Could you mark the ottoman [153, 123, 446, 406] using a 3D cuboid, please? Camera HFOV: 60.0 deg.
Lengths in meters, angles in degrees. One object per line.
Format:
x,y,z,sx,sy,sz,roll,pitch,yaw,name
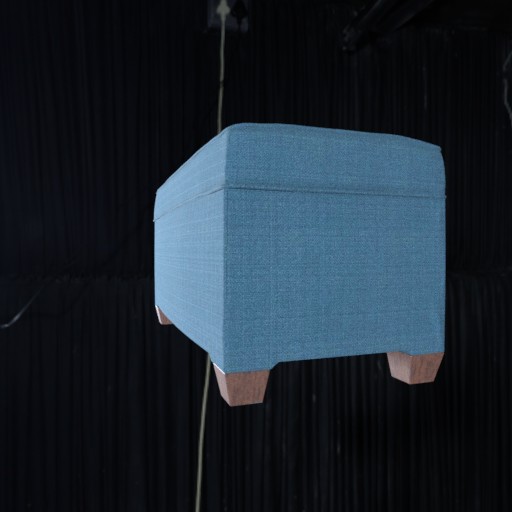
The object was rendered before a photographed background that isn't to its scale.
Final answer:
0.000,0.000,1.200,0.474,0.474,0.943,0,1,-20,ottoman
